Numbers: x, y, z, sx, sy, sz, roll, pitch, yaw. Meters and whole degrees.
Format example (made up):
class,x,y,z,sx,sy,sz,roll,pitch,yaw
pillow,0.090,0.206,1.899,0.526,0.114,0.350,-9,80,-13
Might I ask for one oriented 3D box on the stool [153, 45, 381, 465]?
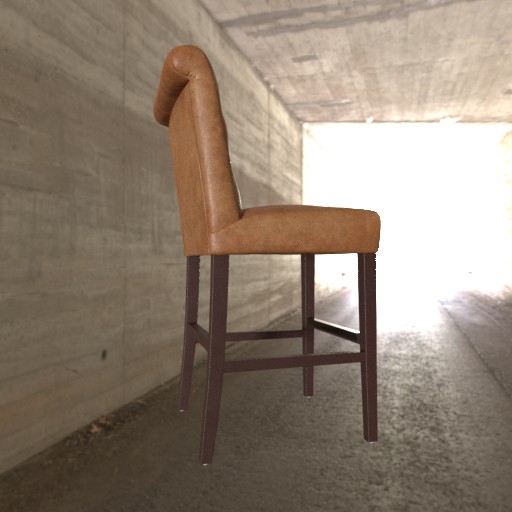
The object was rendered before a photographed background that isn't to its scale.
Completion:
class,x,y,z,sx,sy,sz,roll,pitch,yaw
stool,0.000,0.000,1.374,0.601,1.047,0.493,0,0,-17
